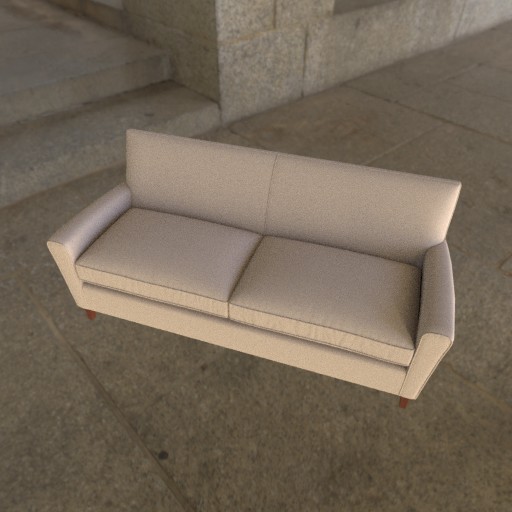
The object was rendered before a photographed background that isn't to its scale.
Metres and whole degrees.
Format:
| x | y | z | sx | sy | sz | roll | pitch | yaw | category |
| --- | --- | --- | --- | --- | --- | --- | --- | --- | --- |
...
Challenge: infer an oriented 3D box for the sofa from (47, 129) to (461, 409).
| x | y | z | sx | sy | sz | roll | pitch | yaw | category |
| --- | --- | --- | --- | --- | --- | --- | --- | --- | --- |
| 0.000 | 0.000 | 2.434 | 2.000 | 0.846 | 0.875 | 12 | 43 | 14 | sofa |
